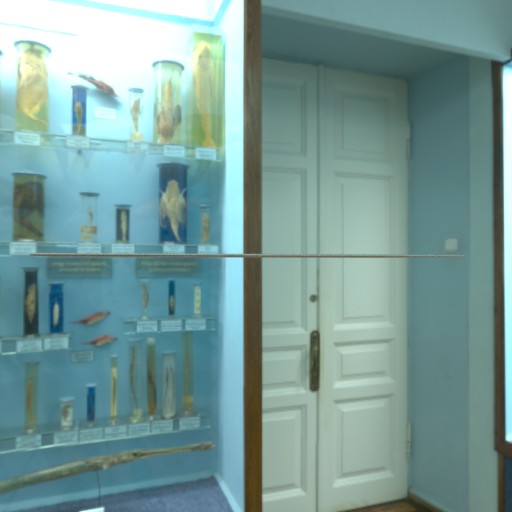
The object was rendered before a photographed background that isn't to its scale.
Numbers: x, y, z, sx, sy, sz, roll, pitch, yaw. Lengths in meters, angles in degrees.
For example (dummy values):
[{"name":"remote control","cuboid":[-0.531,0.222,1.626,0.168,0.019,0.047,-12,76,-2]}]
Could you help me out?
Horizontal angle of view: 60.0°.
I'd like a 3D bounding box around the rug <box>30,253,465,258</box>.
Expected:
[{"name":"rug","cuboid":[0.000,0.000,2.745,2.388,0.012,0.864,0,-1,-17]}]
